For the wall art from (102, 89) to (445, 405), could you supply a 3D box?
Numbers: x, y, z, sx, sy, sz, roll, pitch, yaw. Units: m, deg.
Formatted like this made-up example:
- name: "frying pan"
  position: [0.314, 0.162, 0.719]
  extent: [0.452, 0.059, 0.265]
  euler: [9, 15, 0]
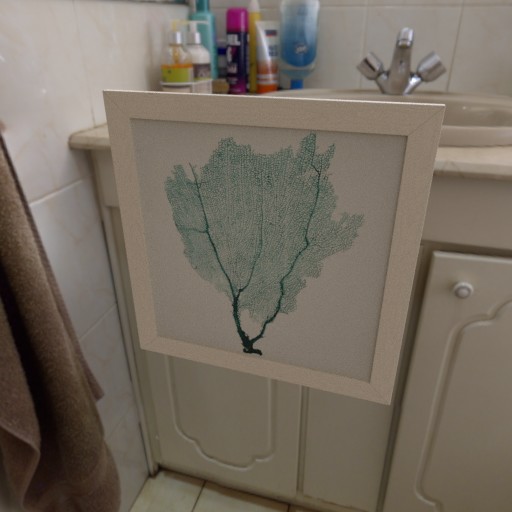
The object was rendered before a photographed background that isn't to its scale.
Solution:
- name: "wall art"
  position: [0.000, 0.000, 0.846]
  extent: [0.572, 0.577, 0.015]
  euler: [8, 28, 16]
